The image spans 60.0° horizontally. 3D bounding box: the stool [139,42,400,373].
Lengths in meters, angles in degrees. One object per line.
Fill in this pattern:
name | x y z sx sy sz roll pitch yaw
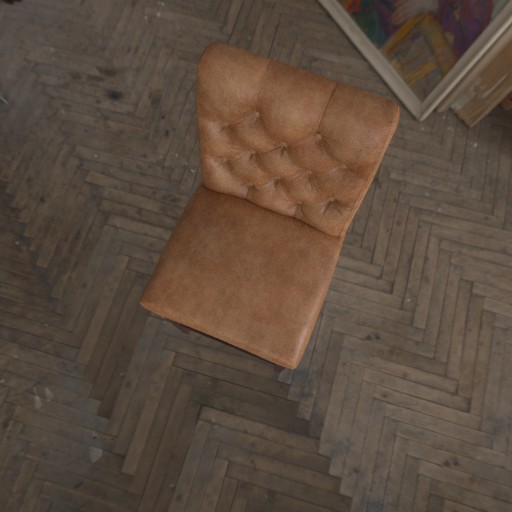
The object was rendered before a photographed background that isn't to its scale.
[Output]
stool | 0.000 0.000 1.441 0.493 1.140 0.601 21 74 6
